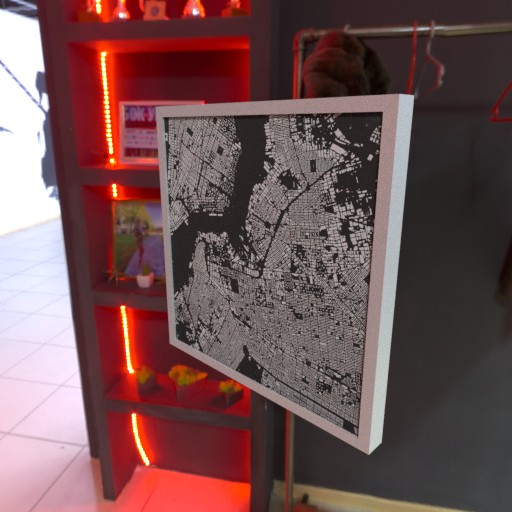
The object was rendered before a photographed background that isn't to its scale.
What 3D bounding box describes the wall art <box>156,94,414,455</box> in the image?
[{"bbox_3d":[0.000,0.000,0.771,0.506,0.506,0.038,15,22,42],"label":"wall art"}]
